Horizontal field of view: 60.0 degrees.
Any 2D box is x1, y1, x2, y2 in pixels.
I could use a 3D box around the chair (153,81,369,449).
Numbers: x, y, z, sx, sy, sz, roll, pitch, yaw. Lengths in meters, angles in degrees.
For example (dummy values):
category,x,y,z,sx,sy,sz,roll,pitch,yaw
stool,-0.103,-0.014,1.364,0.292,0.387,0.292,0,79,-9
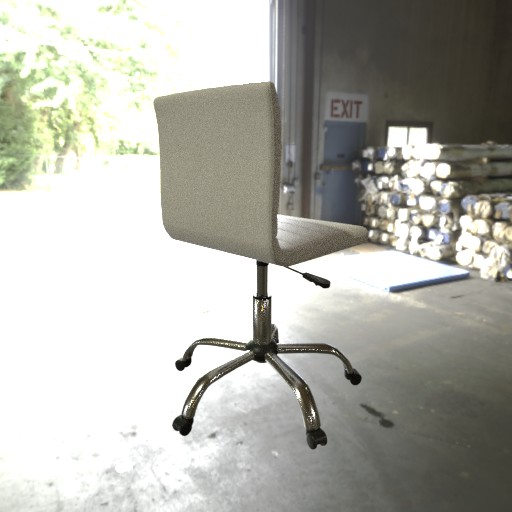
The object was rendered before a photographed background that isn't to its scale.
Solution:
category,x,y,z,sx,sy,sz,roll,pitch,yaw
chair,0.000,0.000,1.131,0.530,0.780,0.556,-13,19,-43
